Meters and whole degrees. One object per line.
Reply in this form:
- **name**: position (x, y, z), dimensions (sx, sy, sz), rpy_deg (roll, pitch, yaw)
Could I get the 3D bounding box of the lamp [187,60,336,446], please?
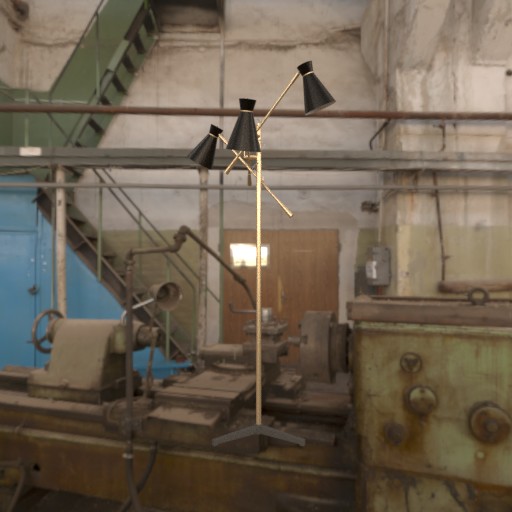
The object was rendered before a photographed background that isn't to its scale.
- **lamp**: position (0.000, 0.000, 2.160), dimensions (0.750, 1.804, 0.653), rpy_deg (0, -1, 0)
